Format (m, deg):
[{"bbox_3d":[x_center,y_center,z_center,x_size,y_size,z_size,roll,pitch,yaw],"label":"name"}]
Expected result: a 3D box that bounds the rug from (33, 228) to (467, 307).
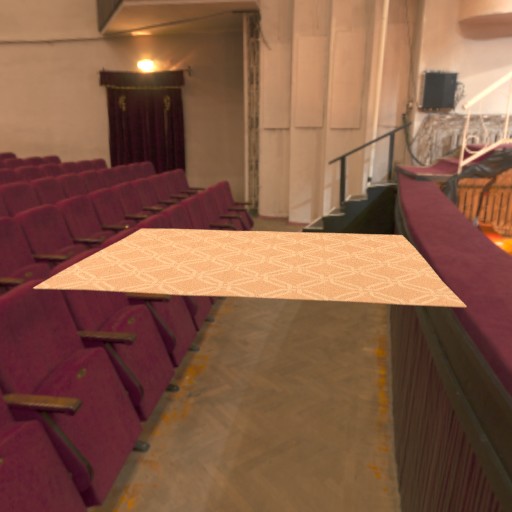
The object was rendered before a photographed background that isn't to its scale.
[{"bbox_3d":[0.000,0.000,2.863,2.135,0.013,1.524,2,15,7],"label":"rug"}]
